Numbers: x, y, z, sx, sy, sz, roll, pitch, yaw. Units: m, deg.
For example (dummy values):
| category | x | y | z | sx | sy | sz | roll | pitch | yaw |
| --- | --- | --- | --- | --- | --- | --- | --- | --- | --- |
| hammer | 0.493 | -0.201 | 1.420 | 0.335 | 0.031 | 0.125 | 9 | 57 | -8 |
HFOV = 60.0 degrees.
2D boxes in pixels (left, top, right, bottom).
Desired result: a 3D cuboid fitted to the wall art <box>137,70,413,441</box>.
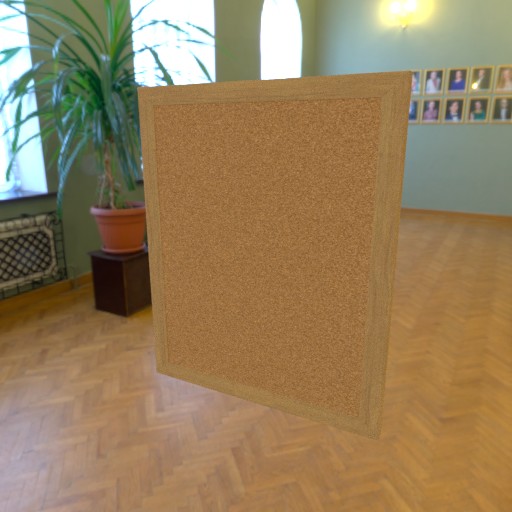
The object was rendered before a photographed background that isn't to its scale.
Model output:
| category | x | y | z | sx | sy | sz | roll | pitch | yaw |
| --- | --- | --- | --- | --- | --- | --- | --- | --- | --- |
| wall art | 0.000 | 0.000 | 0.758 | 0.460 | 0.561 | 0.020 | 8 | 17 | 27 |
